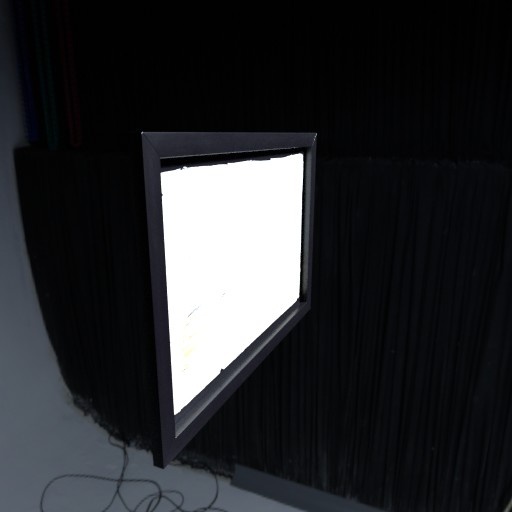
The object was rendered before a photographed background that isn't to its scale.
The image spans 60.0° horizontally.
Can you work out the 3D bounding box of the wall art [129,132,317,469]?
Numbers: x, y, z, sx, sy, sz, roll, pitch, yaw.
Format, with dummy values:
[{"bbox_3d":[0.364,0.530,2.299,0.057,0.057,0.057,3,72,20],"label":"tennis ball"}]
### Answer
[{"bbox_3d":[0.000,0.000,0.572,0.013,0.306,0.440,7,17,24],"label":"wall art"}]
